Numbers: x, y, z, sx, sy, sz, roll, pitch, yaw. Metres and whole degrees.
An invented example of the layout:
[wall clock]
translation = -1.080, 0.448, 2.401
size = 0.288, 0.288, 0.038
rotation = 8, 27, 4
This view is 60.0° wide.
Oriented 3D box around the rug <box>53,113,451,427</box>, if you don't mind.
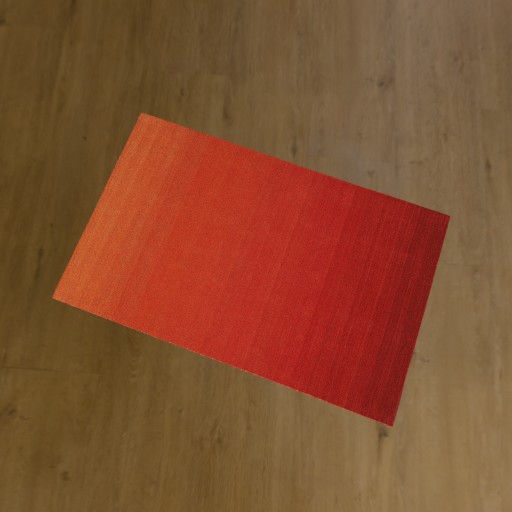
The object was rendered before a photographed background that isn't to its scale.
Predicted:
[rug]
translation = 0.000, 0.000, 3.133
size = 2.442, 0.010, 1.531
rotation = 20, 77, 5
